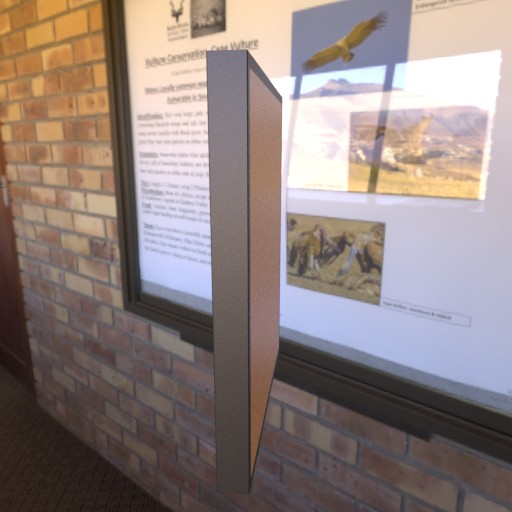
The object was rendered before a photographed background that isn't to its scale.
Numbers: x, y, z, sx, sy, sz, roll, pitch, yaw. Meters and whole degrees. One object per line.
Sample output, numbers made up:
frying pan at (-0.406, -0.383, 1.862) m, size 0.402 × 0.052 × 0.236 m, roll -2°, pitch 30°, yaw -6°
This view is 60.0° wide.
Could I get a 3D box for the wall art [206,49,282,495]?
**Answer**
wall art at (0.000, 0.000, 0.497) m, size 0.030 × 0.369 × 0.294 m, roll 2°, pitch 14°, yaw 8°
